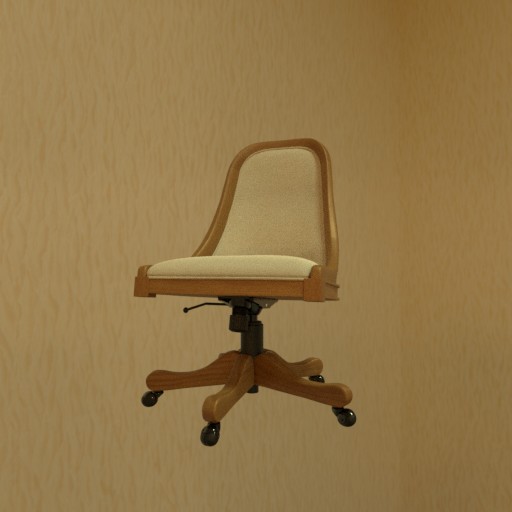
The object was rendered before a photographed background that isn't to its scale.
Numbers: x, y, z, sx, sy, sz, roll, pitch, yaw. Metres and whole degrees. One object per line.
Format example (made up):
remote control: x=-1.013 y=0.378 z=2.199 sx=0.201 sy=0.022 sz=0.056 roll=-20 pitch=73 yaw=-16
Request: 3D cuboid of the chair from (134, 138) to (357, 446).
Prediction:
chair: x=0.000 y=0.000 z=1.532 sx=0.702 sy=1.009 sz=0.811 roll=0 pitch=-1 yaw=19
